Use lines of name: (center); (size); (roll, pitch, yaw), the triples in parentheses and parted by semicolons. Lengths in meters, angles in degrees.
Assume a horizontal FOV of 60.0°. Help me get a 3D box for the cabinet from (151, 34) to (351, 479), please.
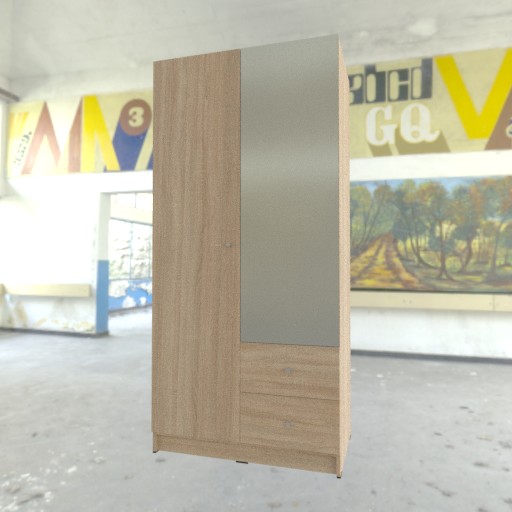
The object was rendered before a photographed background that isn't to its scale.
cabinet: (0.000, 0.000, 2.520); (1.001, 2.121, 0.590); (0, -1, 17)
